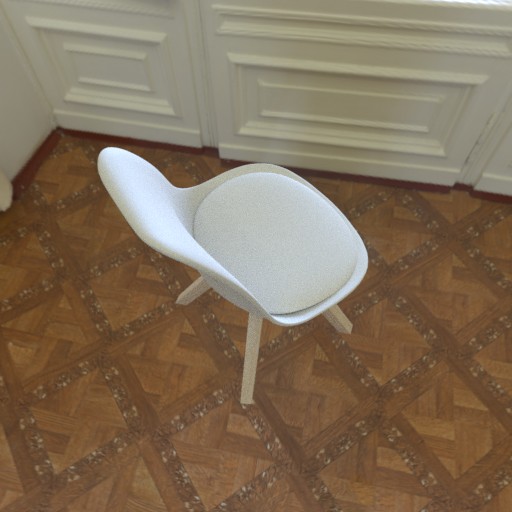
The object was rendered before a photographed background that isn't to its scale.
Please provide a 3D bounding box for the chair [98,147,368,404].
[{"bbox_3d":[0.000,0.000,1.168,0.550,0.850,0.485,-31,64,-17],"label":"chair"}]
